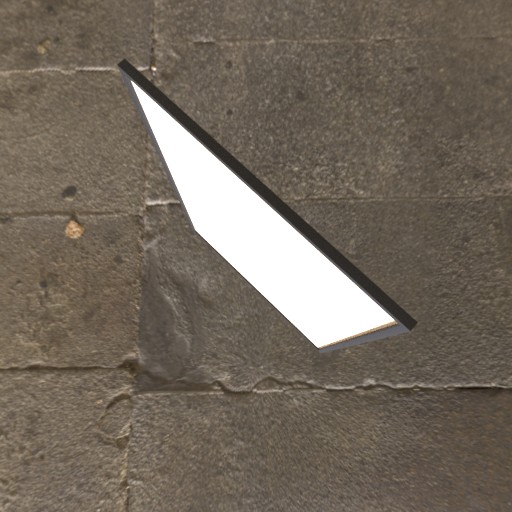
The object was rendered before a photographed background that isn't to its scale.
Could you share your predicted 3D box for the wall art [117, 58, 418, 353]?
[{"bbox_3d":[0.000,0.000,0.816,0.457,0.657,0.013,43,80,10],"label":"wall art"}]
